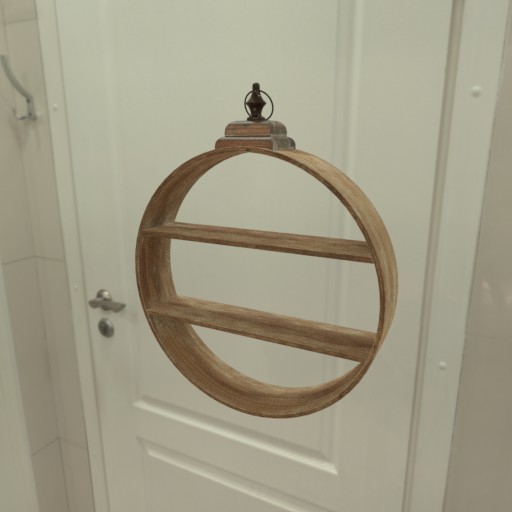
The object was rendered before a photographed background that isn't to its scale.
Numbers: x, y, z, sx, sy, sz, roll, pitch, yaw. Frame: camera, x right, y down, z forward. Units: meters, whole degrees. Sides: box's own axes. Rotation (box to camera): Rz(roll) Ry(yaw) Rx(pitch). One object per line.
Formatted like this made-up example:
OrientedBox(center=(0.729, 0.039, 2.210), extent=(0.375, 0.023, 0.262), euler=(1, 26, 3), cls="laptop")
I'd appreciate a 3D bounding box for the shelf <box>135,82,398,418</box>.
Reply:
OrientedBox(center=(0.000, 0.000, 0.989), extent=(0.601, 0.725, 0.125), euler=(8, 17, 26), cls="shelf")
